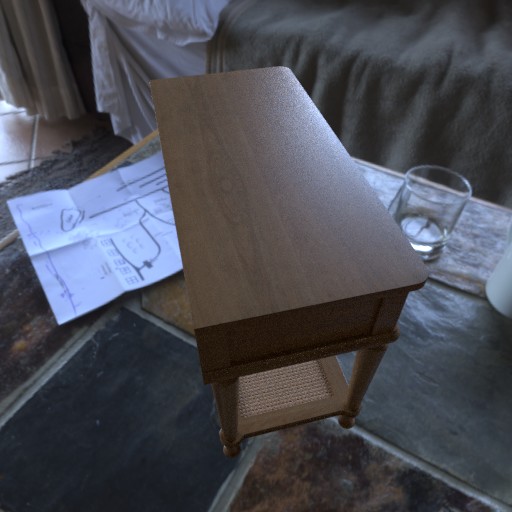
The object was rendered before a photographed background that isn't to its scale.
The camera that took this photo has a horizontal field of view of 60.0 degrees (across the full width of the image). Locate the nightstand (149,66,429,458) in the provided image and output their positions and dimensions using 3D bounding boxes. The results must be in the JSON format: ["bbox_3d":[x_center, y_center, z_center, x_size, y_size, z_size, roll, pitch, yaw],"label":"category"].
[{"bbox_3d":[0.000,0.000,1.309,0.432,0.700,0.914,-10,47,-10],"label":"nightstand"}]
